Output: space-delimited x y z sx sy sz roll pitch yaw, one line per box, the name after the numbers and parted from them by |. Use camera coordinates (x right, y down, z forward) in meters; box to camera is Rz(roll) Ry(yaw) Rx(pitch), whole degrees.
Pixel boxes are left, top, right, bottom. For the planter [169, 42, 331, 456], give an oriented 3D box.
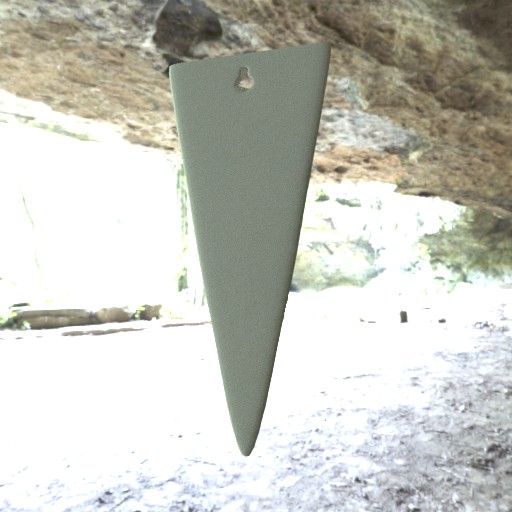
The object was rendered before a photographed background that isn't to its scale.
0.000 0.000 0.400 0.143 0.338 0.065 0 0 18 | planter
